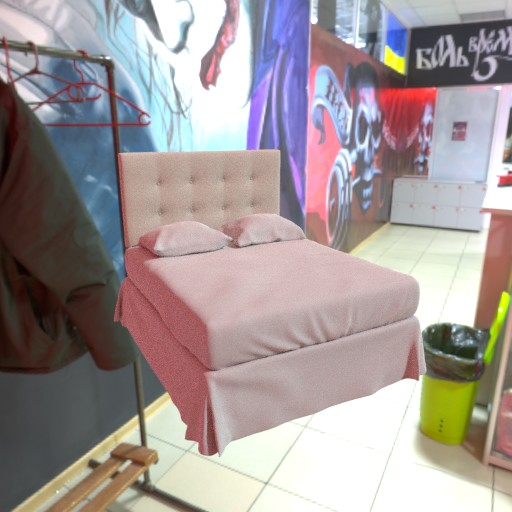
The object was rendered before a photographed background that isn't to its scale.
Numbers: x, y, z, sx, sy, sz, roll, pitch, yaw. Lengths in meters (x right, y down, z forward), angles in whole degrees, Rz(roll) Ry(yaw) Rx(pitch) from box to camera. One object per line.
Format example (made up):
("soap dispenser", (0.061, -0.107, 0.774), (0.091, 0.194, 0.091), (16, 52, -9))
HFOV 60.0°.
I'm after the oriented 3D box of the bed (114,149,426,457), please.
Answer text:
("bed", (0.000, 0.000, 3.570), (1.936, 1.577, 2.222), (-8, 18, -28))
